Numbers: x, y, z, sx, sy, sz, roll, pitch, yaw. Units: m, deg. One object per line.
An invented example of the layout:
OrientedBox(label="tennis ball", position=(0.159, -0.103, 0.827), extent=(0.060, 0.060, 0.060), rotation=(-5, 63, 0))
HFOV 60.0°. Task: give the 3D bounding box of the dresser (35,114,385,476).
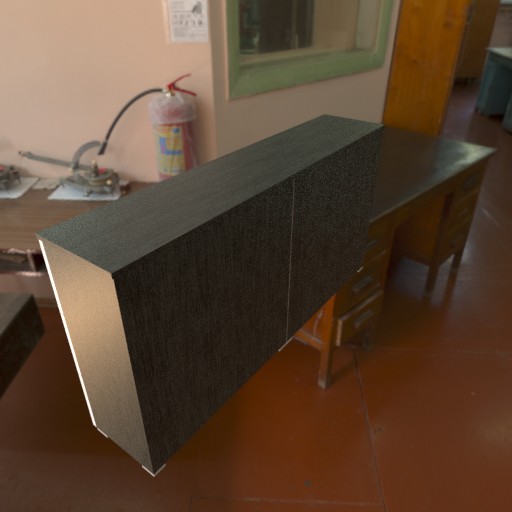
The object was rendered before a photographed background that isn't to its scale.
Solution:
OrientedBox(label="dresser", position=(0.000, 0.000, 1.818), extent=(0.333, 0.790, 1.535), rotation=(22, 38, 31))
